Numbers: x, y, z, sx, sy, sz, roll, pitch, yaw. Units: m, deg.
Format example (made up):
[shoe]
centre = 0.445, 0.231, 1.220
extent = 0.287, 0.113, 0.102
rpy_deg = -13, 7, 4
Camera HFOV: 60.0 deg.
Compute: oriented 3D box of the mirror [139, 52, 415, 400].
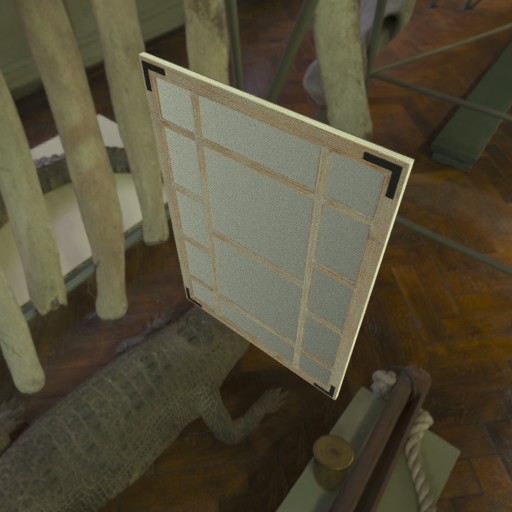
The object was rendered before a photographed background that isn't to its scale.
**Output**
[mirror]
centre = 0.000, 0.000, 1.303
extent = 0.705, 0.996, 0.025
rpy_deg = 30, 55, 24
